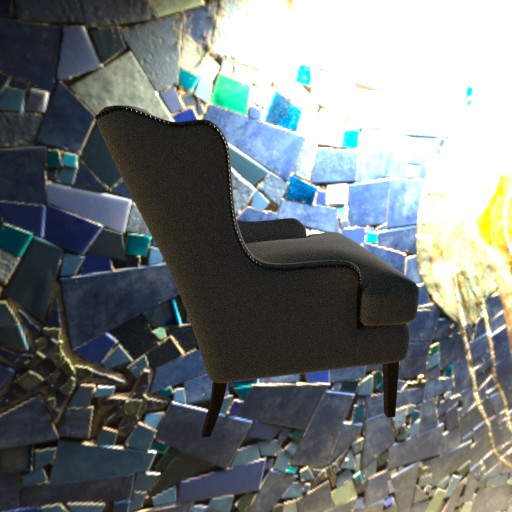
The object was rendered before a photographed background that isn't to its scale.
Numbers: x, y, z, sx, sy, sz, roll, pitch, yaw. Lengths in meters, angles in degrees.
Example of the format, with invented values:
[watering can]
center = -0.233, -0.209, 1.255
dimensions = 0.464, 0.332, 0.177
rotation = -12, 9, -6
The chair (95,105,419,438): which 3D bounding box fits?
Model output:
[chair]
center = 0.000, 0.000, 1.624
dimensions = 0.940, 1.029, 0.737
rotation = -3, 16, -9
